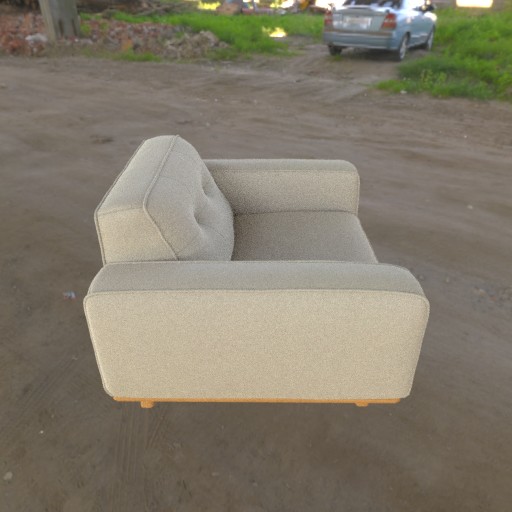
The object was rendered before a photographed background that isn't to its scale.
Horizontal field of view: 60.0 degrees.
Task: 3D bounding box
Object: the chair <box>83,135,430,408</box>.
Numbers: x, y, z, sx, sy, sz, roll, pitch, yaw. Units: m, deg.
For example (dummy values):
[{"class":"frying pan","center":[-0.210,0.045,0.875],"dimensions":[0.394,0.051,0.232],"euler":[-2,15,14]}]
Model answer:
[{"class":"chair","center":[0.000,0.000,1.729],"dimensions":[0.953,0.779,1.115],"euler":[0,31,0]}]
